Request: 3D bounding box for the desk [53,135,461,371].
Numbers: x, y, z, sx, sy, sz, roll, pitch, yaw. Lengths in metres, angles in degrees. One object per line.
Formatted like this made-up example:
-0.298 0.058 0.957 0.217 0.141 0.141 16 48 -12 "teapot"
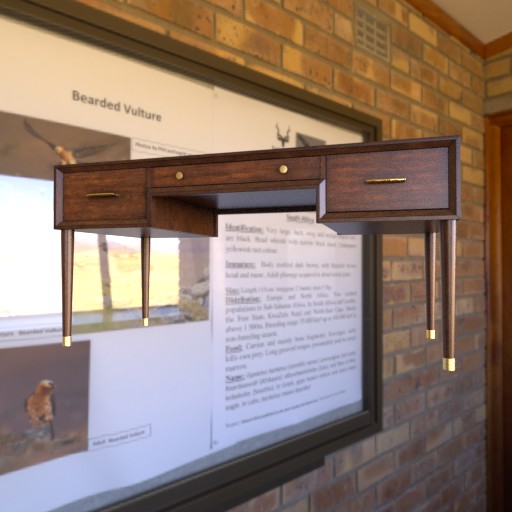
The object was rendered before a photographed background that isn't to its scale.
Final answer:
0.000 0.000 1.975 1.575 0.762 0.724 0 -1 16 "desk"
